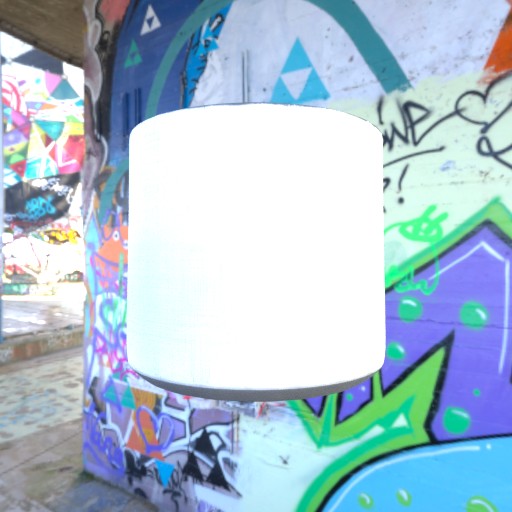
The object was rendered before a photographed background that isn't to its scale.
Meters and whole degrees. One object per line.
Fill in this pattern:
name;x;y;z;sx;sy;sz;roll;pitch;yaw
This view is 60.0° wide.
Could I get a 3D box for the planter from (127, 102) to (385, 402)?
planter;0.000;0.000;0.395;0.221;0.201;0.221;0;0;0
